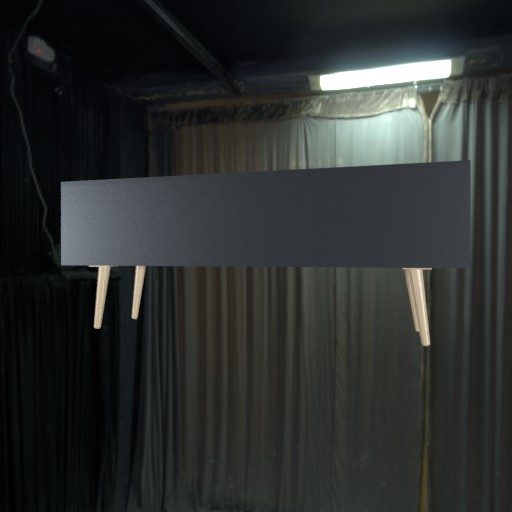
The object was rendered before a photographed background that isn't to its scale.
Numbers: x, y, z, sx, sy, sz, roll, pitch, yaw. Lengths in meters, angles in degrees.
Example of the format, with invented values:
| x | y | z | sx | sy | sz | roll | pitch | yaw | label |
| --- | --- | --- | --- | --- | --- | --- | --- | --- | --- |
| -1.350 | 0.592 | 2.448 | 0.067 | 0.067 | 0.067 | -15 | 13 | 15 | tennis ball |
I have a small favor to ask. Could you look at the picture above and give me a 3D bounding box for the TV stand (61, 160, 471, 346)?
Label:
| x | y | z | sx | sy | sz | roll | pitch | yaw | label |
| --- | --- | --- | --- | --- | --- | --- | --- | --- | --- |
| 0.000 | 0.000 | 1.560 | 1.312 | 0.518 | 0.390 | 0 | 0 | 16 | TV stand |
